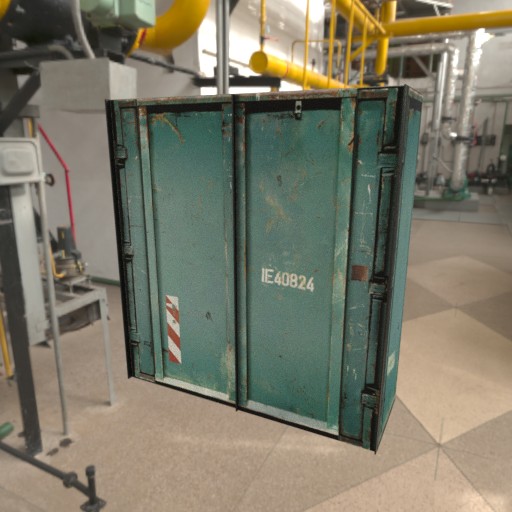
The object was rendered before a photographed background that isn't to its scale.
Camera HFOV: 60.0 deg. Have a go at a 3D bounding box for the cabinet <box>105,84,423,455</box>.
[{"bbox_3d":[0.000,0.000,3.193,2.000,2.160,0.680,7,17,26],"label":"cabinet"}]
